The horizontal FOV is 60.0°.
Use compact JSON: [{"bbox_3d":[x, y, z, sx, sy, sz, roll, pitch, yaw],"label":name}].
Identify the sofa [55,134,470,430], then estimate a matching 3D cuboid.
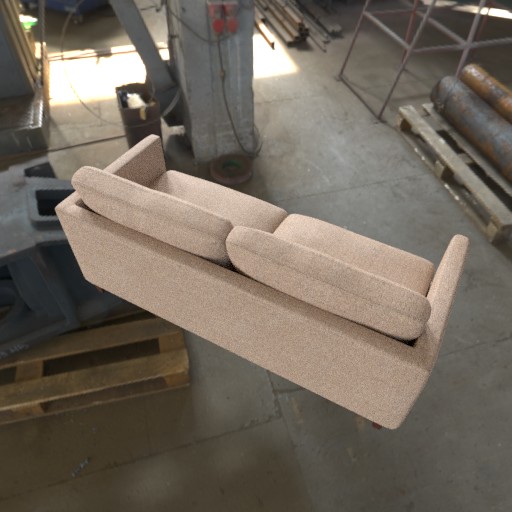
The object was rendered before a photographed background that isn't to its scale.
[{"bbox_3d":[0.000,0.000,2.691,2.208,0.965,0.951,22,51,19],"label":"sofa"}]
